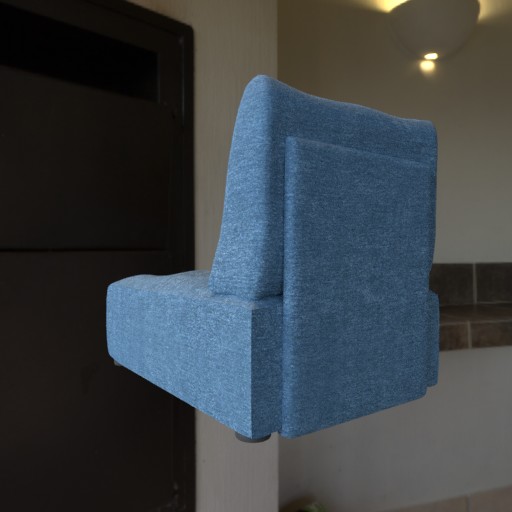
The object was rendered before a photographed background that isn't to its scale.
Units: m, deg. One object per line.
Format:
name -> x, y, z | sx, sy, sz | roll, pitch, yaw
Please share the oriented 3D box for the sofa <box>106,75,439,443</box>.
sofa -> 0.000, 0.000, 1.510 | 0.700, 0.820, 1.000 | 0, 0, -36
